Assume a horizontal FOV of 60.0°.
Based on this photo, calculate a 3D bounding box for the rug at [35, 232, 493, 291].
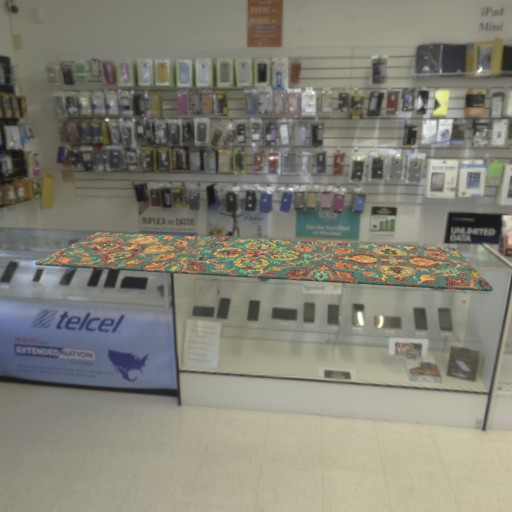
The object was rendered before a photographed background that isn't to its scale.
[{"bbox_3d":[0.000,0.000,2.486,2.286,0.013,0.686,3,17,9],"label":"rug"}]
